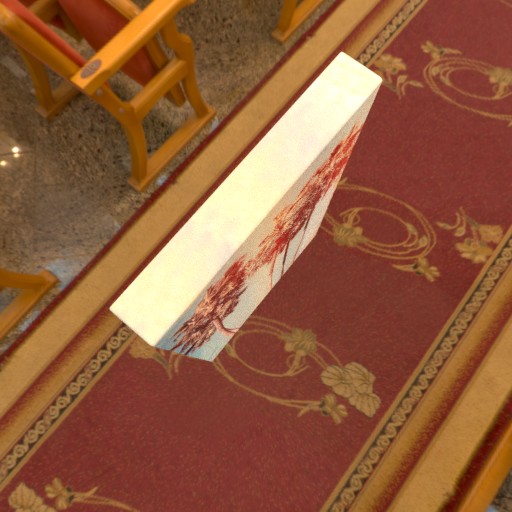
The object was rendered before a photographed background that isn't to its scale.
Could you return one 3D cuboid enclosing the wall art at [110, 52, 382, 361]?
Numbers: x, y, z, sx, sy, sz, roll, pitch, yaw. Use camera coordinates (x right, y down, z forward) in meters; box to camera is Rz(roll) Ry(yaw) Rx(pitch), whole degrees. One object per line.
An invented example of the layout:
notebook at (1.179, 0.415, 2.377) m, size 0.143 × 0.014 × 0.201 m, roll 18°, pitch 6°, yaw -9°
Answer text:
wall art at (0.000, 0.000, 0.488) m, size 0.039 × 0.380 × 0.251 m, roll 38°, pitch 78°, yaw 9°
